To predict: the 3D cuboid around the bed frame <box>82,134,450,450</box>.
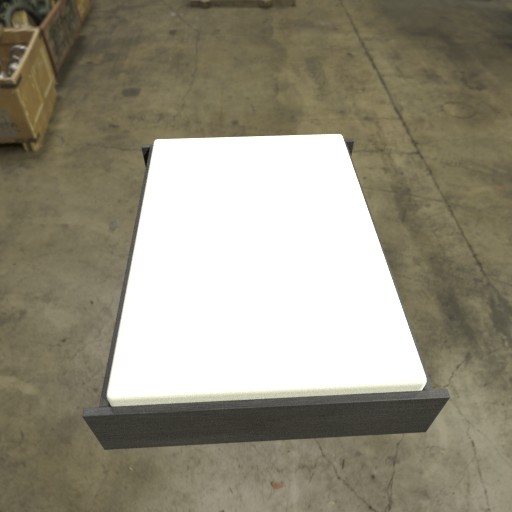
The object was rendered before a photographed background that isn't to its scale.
[{"bbox_3d":[0.000,0.000,2.561,1.490,0.432,1.950,-2,47,-2],"label":"bed frame"}]
